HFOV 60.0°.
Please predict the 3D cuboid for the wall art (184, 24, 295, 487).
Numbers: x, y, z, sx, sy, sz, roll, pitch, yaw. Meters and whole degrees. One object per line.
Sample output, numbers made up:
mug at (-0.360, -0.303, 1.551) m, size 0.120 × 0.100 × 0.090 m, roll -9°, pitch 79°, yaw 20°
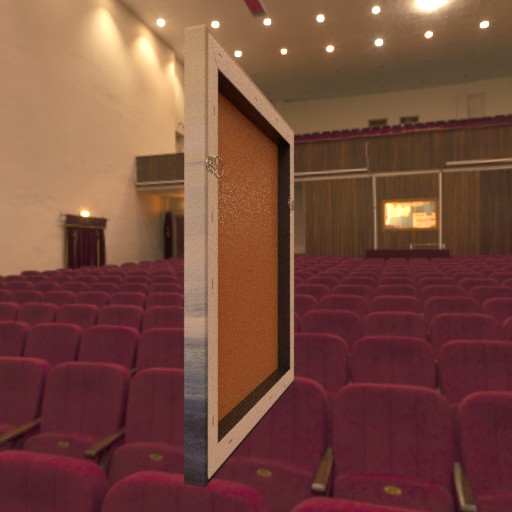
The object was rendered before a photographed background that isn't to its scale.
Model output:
wall art at (0.000, 0.000, 0.970) m, size 0.041 × 0.710 × 0.608 m, roll 0°, pitch 0°, yaw 18°
